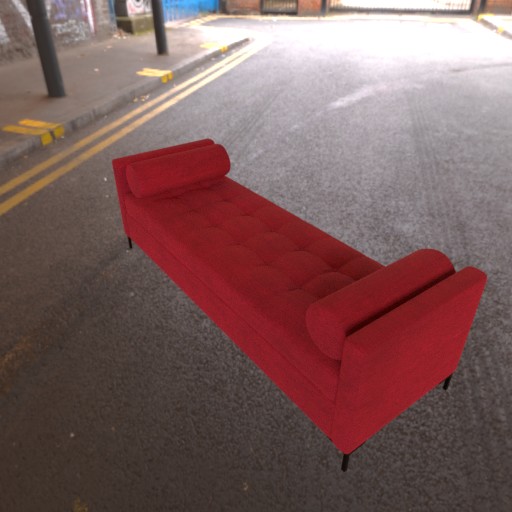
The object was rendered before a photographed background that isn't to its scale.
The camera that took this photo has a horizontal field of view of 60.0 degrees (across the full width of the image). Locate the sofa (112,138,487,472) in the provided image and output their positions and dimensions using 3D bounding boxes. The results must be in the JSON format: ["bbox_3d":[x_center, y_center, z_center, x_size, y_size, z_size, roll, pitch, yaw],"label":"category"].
[{"bbox_3d":[0.000,0.000,2.293,0.686,0.635,1.981,-22,39,-30],"label":"sofa"}]
